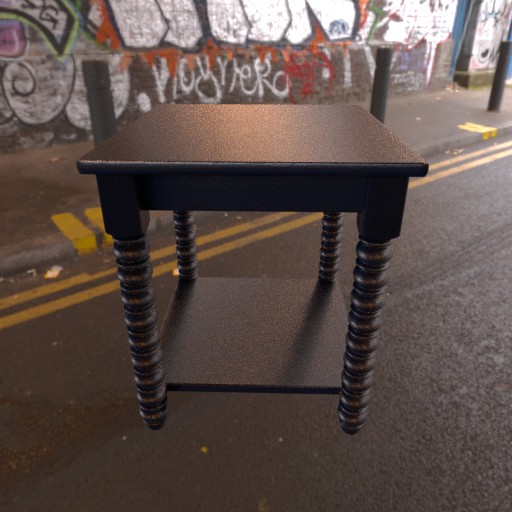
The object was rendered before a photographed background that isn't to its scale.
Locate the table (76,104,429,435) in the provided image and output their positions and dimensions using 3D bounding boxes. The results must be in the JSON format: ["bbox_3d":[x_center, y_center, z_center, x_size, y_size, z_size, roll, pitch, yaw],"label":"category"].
[{"bbox_3d":[0.000,0.000,0.985,0.500,0.567,0.533,1,27,1],"label":"table"}]
